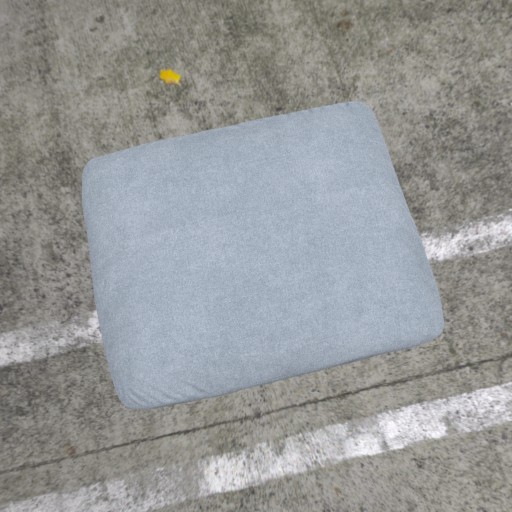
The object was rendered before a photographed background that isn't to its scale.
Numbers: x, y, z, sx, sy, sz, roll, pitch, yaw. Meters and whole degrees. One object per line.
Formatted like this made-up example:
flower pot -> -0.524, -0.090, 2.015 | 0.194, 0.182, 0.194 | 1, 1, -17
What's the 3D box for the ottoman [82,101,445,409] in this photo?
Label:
ottoman -> 0.000, 0.000, 1.249 | 0.837, 0.481, 0.683 | -13, 76, -3
